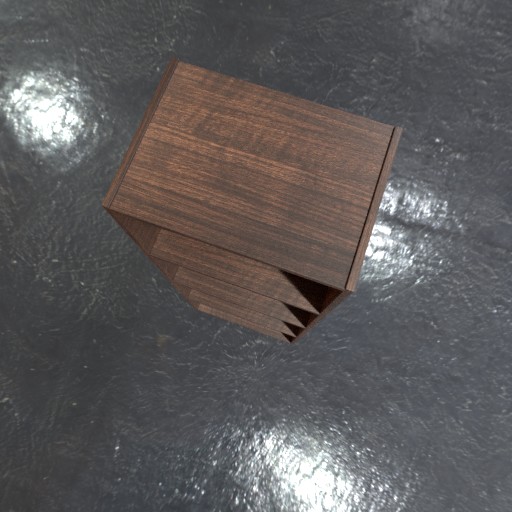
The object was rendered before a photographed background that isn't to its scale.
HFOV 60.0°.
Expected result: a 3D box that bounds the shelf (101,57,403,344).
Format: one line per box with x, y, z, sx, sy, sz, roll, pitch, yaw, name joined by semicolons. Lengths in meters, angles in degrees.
0.000;0.000;1.239;0.415;1.099;0.290;19;76;5;shelf
